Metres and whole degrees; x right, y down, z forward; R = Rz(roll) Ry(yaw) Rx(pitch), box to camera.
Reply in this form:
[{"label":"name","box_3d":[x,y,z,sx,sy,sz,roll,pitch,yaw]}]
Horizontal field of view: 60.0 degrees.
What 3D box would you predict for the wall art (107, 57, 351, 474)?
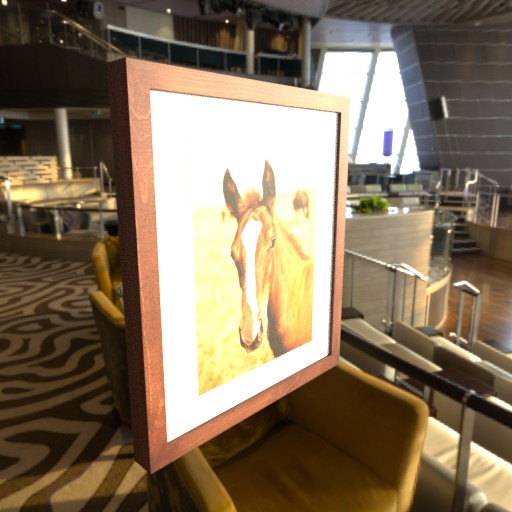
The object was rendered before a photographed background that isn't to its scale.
[{"label":"wall art","box_3d":[0.000,0.000,0.519,0.030,0.381,0.330,12,17,42]}]
